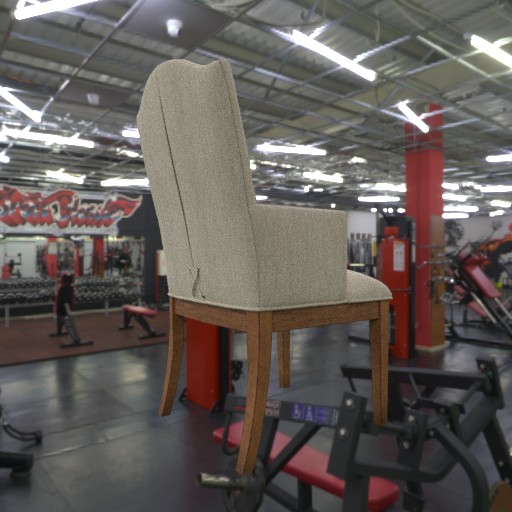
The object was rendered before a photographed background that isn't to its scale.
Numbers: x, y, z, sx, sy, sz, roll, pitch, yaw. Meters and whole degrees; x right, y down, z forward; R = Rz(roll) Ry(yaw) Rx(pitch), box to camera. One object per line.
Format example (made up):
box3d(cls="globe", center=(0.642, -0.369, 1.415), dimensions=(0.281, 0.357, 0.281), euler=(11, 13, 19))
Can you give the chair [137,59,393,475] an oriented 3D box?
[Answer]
box3d(cls="chair", center=(0.000, 0.000, 1.347), dimensions=(0.641, 1.016, 0.533), euler=(0, 0, -36))
